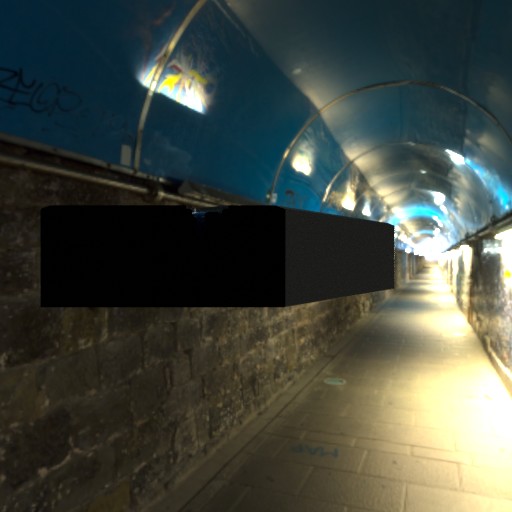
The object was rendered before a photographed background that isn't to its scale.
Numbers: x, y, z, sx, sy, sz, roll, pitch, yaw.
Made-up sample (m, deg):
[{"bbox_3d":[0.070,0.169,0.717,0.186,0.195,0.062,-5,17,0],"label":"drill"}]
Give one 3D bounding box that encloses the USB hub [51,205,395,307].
[{"bbox_3d":[0.000,0.000,0.128,0.044,0.023,0.110,0,0,37],"label":"USB hub"}]
